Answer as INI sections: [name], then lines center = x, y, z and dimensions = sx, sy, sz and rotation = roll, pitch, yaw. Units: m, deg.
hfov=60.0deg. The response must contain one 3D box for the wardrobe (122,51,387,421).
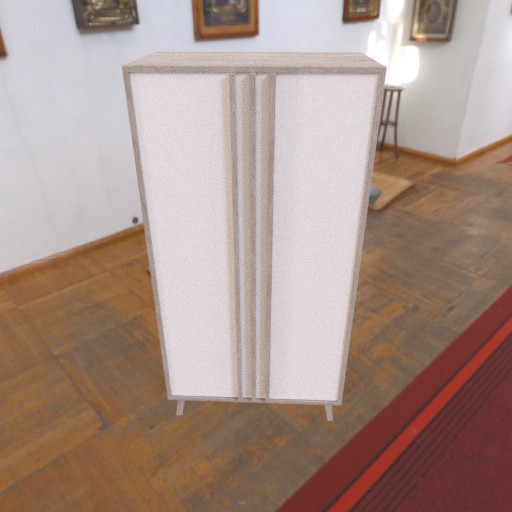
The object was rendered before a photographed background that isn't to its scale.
[wardrobe]
center = 0.000, 0.000, 2.395
dimensions = 1.000, 1.960, 0.600
rotation = 1, 30, 2
